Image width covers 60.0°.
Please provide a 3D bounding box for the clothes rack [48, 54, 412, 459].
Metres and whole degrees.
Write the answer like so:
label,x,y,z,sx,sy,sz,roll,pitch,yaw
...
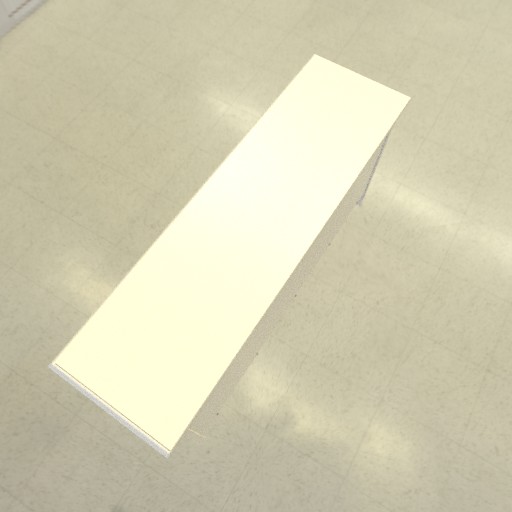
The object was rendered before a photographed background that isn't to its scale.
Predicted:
label,x,y,z,sx,sy,sz,roll,pitch,yaw
clothes rack,0.000,0.000,1.332,0.324,0.531,1.120,31,69,14
